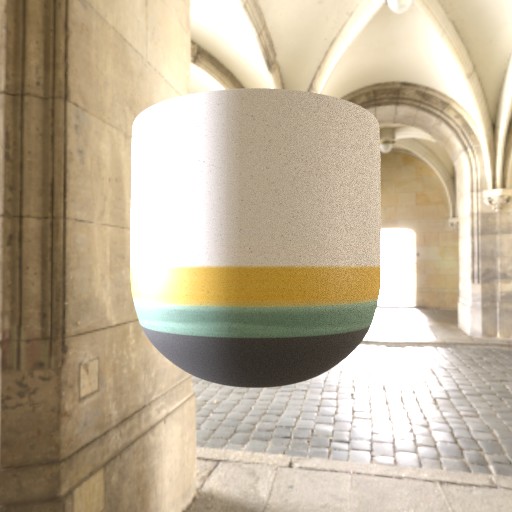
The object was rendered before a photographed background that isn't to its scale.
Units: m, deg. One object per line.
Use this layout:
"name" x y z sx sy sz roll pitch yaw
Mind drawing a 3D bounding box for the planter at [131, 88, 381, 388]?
"planter" 0.000 0.000 0.492 0.268 0.270 0.268 0 -1 0
